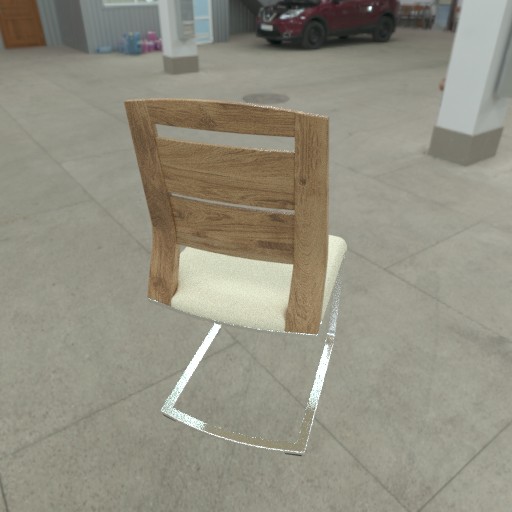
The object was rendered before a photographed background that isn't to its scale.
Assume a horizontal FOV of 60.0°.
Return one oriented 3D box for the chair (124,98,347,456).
[{"bbox_3d":[0.000,0.000,1.261,0.457,0.955,0.561,10,33,16],"label":"chair"}]
